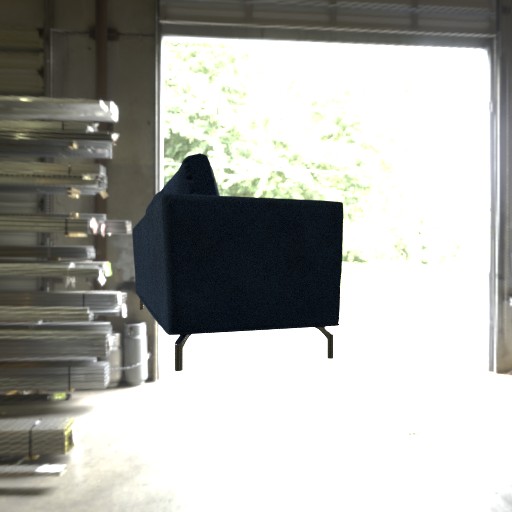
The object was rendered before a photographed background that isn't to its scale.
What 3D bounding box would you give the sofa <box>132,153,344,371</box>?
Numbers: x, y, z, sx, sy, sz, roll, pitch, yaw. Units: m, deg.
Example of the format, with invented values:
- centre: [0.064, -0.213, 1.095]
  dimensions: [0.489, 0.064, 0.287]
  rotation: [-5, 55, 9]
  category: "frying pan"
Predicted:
- centre: [0.000, 0.000, 3.219]
  dimensions: [1.622, 0.987, 2.438]
  rotation: [0, 0, -18]
  category: "sofa"
